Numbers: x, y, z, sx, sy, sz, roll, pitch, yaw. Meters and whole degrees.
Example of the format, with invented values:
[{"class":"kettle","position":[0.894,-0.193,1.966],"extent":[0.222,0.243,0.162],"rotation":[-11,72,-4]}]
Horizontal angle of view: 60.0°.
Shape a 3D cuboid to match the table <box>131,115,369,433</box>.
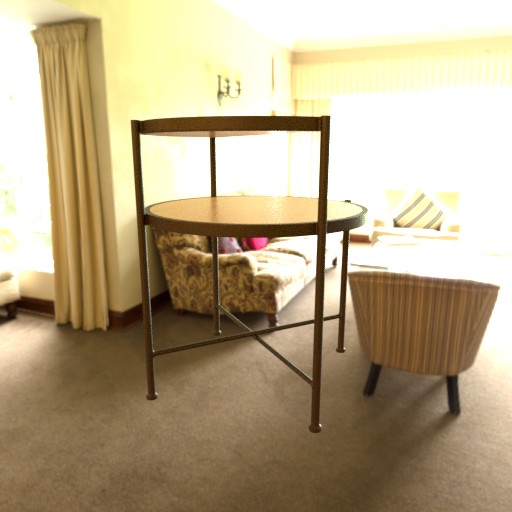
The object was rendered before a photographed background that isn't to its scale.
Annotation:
[{"class":"table","position":[0.000,0.000,1.191],"extent":[0.628,0.684,0.629],"rotation":[-7,15,-26]}]
